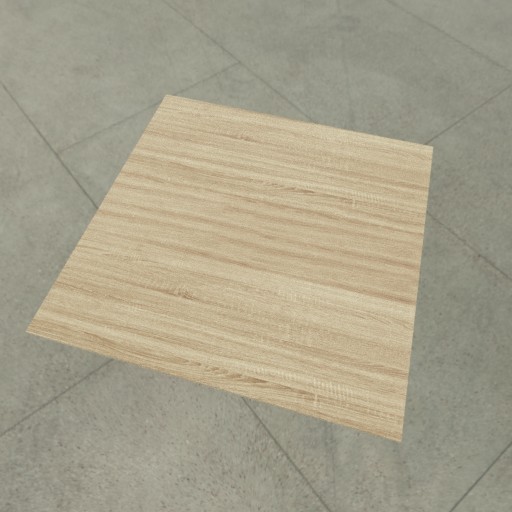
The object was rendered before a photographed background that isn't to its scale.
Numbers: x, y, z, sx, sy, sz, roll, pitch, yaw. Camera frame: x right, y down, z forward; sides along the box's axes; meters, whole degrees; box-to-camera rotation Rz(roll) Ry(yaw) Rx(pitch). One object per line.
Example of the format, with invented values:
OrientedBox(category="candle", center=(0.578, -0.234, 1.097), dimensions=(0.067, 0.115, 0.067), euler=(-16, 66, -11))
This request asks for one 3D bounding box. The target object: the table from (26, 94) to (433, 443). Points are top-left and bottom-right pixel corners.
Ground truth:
OrientedBox(category="table", center=(0.000, 0.000, 1.346), dimensions=(0.890, 0.305, 0.890), euler=(14, 60, 8))
